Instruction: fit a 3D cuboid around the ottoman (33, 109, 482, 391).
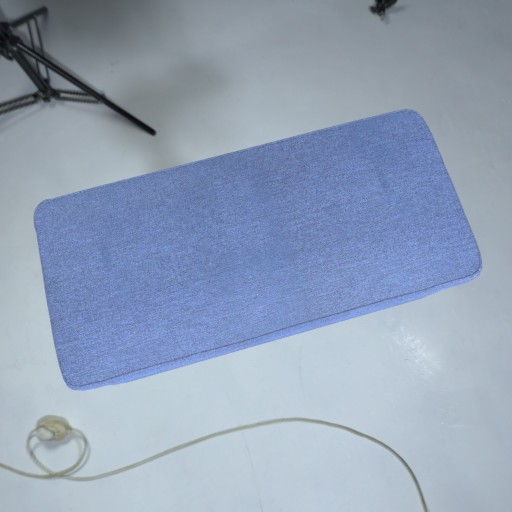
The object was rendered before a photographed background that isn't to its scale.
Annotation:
[{"bbox_3d":[0.000,0.000,1.343,1.110,0.460,0.515,-15,77,-4],"label":"ottoman"}]
